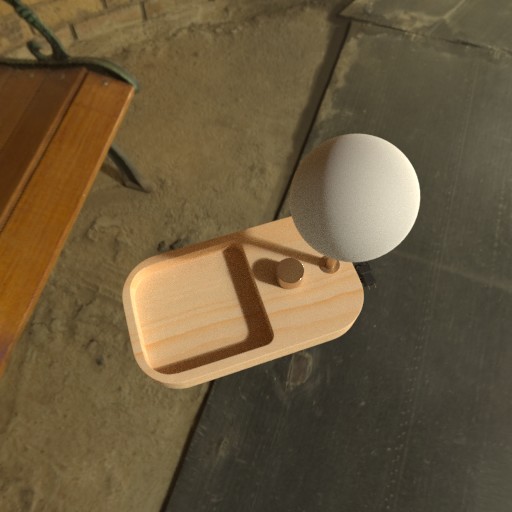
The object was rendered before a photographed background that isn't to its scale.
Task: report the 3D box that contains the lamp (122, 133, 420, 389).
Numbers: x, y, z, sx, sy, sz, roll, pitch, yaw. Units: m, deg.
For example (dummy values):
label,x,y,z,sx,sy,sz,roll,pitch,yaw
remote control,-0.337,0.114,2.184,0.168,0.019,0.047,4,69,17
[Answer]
label,x,y,z,sx,sy,sz,roll,pitch,yaw
lamp,0.000,0.000,0.484,0.331,0.253,0.173,-17,65,-8
